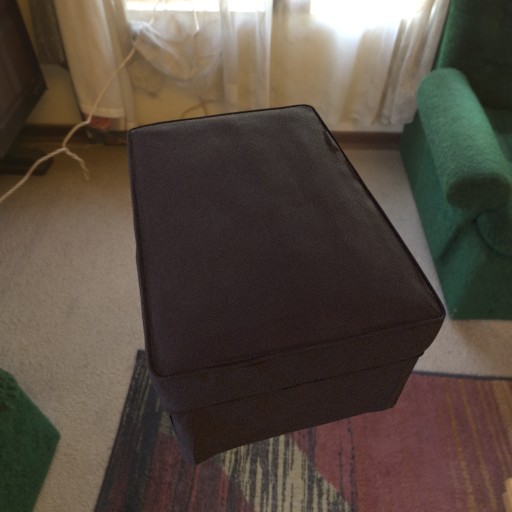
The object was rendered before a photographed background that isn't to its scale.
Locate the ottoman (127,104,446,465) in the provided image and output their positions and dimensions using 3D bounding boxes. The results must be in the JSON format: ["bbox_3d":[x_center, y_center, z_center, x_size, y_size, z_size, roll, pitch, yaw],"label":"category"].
[{"bbox_3d":[0.000,0.000,1.299,0.637,0.503,0.938,-10,48,-9],"label":"ottoman"}]
